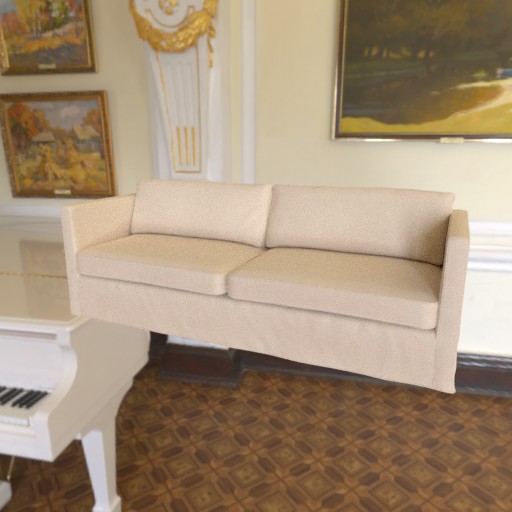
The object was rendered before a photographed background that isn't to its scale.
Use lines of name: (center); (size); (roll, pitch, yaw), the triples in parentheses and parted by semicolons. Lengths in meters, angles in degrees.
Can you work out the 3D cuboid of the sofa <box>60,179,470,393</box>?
sofa: (0.000, 0.000, 3.218); (2.779, 0.999, 1.036); (6, 16, 23)
